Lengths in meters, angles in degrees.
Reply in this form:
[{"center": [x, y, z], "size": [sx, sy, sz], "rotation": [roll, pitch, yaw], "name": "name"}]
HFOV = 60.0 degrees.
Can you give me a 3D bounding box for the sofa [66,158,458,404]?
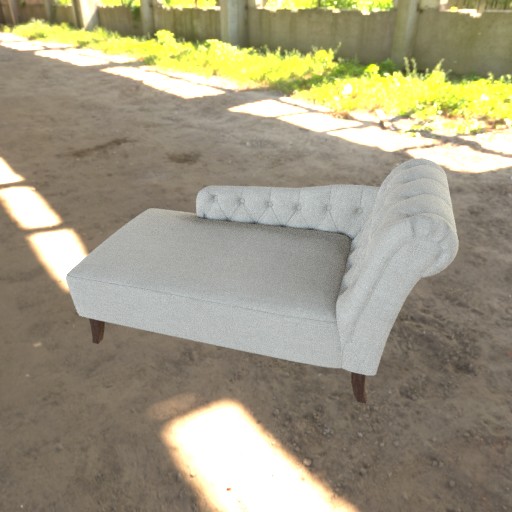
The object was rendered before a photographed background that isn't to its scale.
[{"center": [0.000, 0.000, 1.825], "size": [1.379, 0.787, 0.675], "rotation": [9, 32, 15], "name": "sofa"}]
